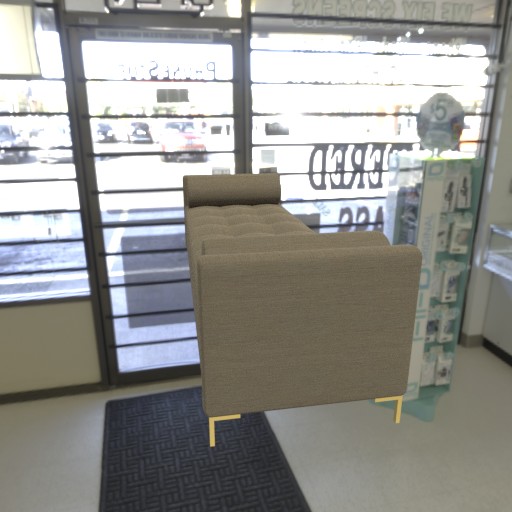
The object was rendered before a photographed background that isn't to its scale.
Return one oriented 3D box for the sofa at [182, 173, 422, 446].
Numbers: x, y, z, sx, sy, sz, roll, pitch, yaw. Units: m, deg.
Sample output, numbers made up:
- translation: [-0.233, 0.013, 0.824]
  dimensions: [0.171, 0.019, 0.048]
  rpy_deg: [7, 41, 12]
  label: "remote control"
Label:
- translation: [0.000, 0.000, 2.299]
  dimensions: [0.686, 0.635, 1.981]
  rpy_deg: [-3, 18, -10]
  label: "sofa"
